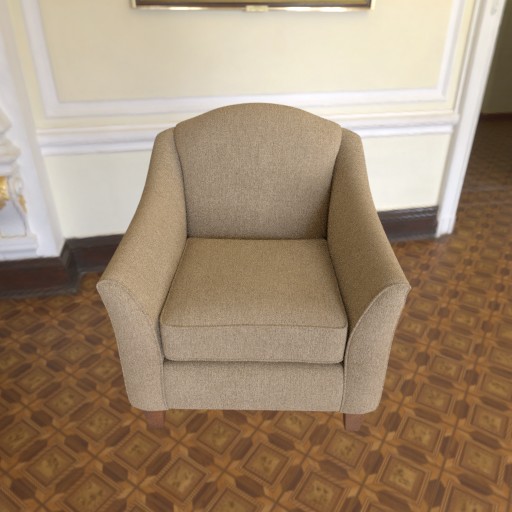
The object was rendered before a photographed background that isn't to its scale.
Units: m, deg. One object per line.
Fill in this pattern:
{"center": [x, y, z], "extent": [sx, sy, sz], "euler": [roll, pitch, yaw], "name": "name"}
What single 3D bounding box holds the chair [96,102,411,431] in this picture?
{"center": [0.000, 0.000, 1.447], "extent": [0.763, 0.839, 0.787], "euler": [1, 29, 1], "name": "chair"}
